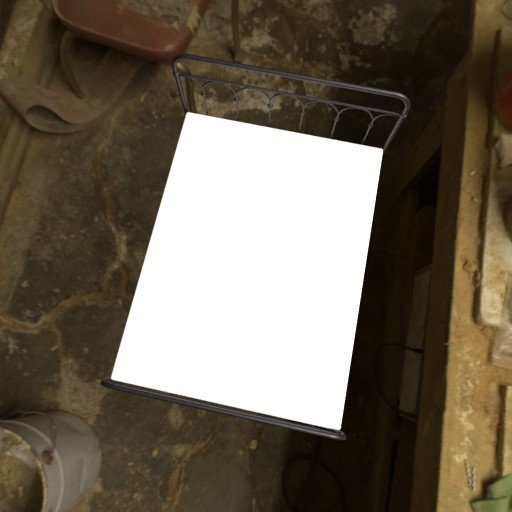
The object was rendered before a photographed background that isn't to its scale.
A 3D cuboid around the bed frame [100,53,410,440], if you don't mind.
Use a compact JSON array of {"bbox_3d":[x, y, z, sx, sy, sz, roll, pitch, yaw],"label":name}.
[{"bbox_3d":[0.000,0.000,3.198,1.664,1.276,2.203,12,75,3],"label":"bed frame"}]
